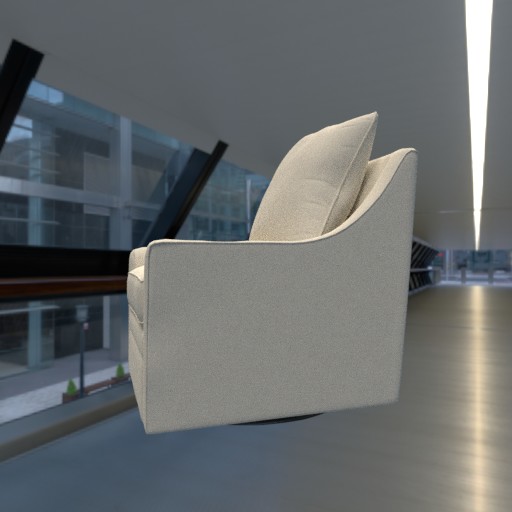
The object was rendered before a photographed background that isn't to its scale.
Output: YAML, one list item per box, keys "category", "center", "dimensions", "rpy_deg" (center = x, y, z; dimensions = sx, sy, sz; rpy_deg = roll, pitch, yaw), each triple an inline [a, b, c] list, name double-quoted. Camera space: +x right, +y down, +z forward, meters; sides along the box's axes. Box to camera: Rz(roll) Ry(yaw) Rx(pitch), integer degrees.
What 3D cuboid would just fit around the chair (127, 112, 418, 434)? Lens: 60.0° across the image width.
- category: "chair"
  center: [0.000, 0.000, 1.610]
  dimensions: [0.876, 0.965, 0.756]
  rpy_deg: [0, -1, -19]
